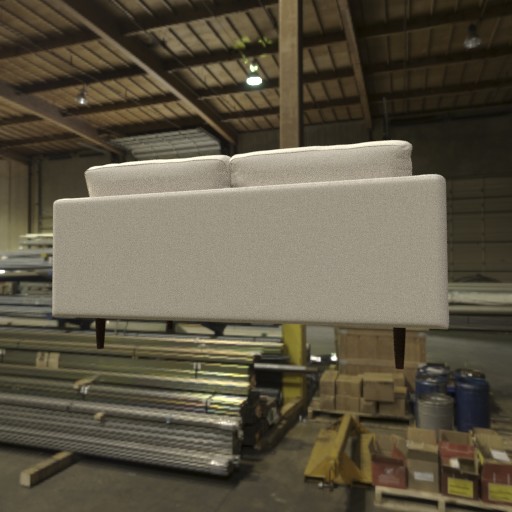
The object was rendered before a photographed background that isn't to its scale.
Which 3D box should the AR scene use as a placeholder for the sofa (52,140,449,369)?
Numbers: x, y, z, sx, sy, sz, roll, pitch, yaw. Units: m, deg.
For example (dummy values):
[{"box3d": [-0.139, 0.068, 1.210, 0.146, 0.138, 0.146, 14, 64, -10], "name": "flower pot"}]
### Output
[{"box3d": [0.000, 0.000, 2.243, 1.713, 0.893, 0.940, 0, -1, 18], "name": "sofa"}]
